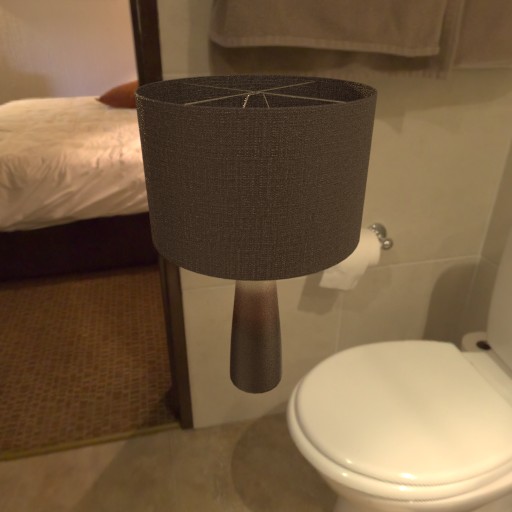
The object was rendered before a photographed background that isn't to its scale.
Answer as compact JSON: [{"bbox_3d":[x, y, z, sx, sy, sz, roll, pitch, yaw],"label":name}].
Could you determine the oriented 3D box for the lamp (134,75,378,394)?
[{"bbox_3d":[0.000,0.000,0.681,0.303,0.488,0.303,0,28,0],"label":"lamp"}]
